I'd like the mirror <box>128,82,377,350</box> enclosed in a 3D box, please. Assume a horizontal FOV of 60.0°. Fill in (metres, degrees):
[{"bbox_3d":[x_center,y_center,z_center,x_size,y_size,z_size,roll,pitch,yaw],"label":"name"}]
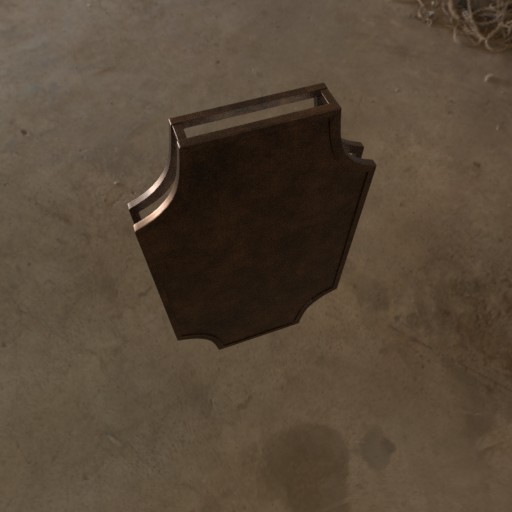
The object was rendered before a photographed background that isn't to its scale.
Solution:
[{"bbox_3d":[0.000,0.000,1.018,0.462,0.811,0.066,-17,59,-10],"label":"mirror"}]
